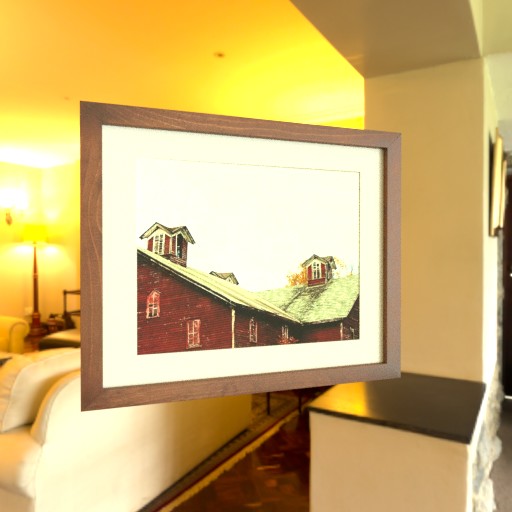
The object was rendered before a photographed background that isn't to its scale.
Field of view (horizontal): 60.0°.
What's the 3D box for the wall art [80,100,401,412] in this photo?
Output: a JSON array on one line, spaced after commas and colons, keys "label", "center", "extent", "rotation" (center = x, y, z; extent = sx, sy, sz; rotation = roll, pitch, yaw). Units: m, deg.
[{"label": "wall art", "center": [0.000, 0.000, 0.545], "extent": [0.401, 0.328, 0.030], "rotation": [0, 1, -19]}]
